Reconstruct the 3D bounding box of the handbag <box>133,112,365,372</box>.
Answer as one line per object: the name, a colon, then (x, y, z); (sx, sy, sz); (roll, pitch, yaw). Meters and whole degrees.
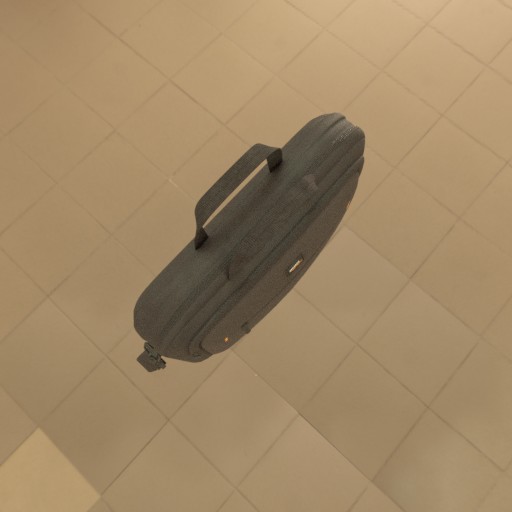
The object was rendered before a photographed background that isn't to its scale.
handbag: (0.000, 0.000, 0.430); (0.089, 0.244, 0.320); (41, 79, 10)
